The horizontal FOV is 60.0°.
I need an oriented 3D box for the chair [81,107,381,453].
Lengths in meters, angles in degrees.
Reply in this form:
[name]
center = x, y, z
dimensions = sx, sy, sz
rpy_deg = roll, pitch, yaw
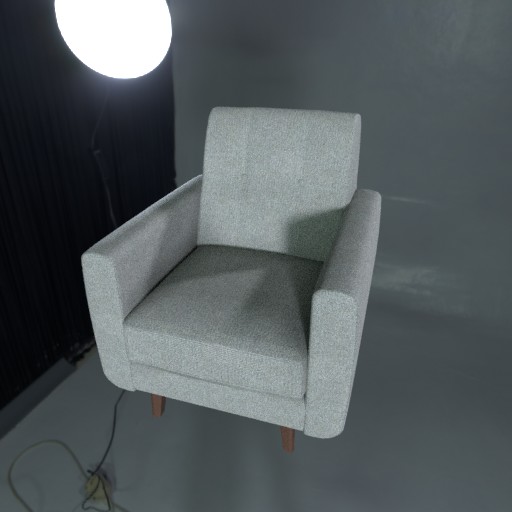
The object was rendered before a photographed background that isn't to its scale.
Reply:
[chair]
center = 0.000, 0.000, 1.658
dimensions = 0.845, 0.968, 0.942
rpy_deg = 8, 28, 16
